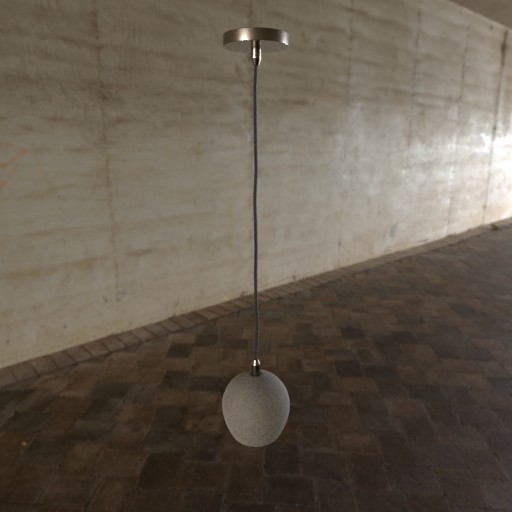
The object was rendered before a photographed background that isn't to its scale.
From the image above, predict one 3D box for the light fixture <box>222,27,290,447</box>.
[{"bbox_3d":[0.000,0.000,0.839,0.139,0.764,0.139,-2,15,-9],"label":"light fixture"}]
